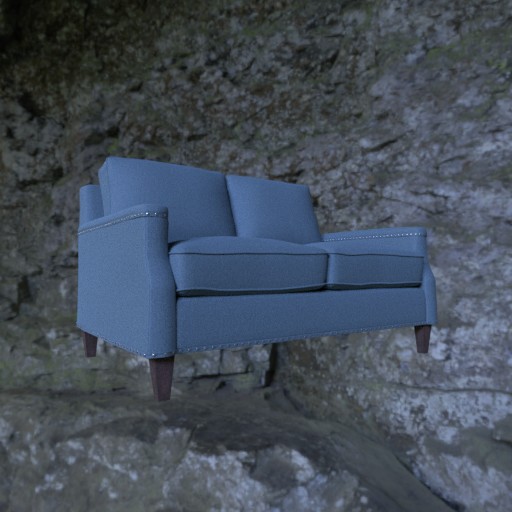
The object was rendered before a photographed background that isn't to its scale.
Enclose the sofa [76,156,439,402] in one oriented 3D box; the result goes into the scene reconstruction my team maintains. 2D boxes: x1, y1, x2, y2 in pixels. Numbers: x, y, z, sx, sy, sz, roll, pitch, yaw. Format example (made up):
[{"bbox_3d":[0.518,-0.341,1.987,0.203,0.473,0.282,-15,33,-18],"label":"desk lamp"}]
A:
[{"bbox_3d":[0.000,0.000,2.288,1.597,1.003,1.084,1,-2,-35],"label":"sofa"}]
